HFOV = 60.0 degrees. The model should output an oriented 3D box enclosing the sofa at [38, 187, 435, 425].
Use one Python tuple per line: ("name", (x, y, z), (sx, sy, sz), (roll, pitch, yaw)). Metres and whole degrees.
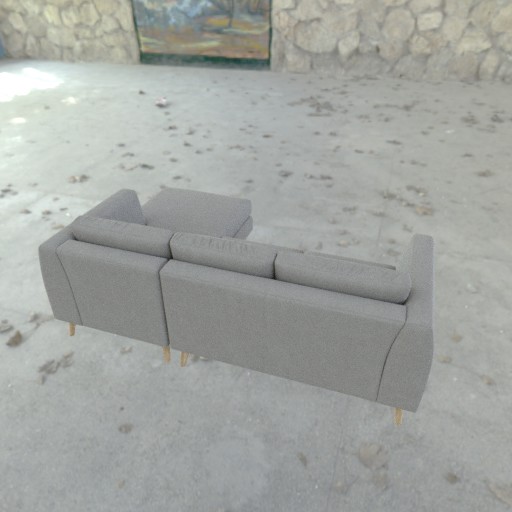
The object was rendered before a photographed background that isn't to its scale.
("sofa", (0.000, 0.000, 3.078), (2.300, 0.860, 1.580), (11, 34, 16))
